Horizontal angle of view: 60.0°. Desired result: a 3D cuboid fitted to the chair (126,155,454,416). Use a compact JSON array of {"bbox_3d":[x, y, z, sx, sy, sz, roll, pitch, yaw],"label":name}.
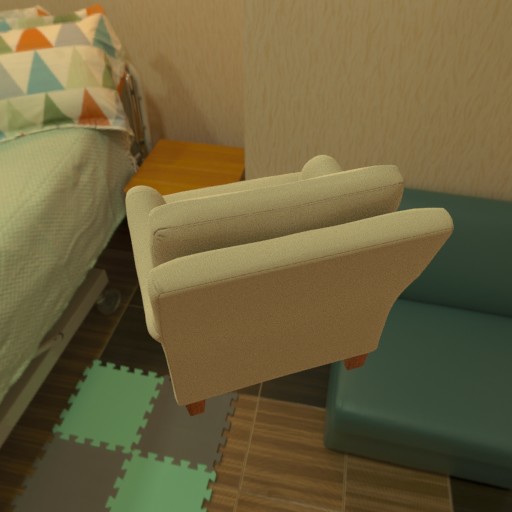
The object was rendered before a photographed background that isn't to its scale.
[{"bbox_3d":[0.000,0.000,1.846,0.955,1.038,1.070,-12,44,-13],"label":"chair"}]
